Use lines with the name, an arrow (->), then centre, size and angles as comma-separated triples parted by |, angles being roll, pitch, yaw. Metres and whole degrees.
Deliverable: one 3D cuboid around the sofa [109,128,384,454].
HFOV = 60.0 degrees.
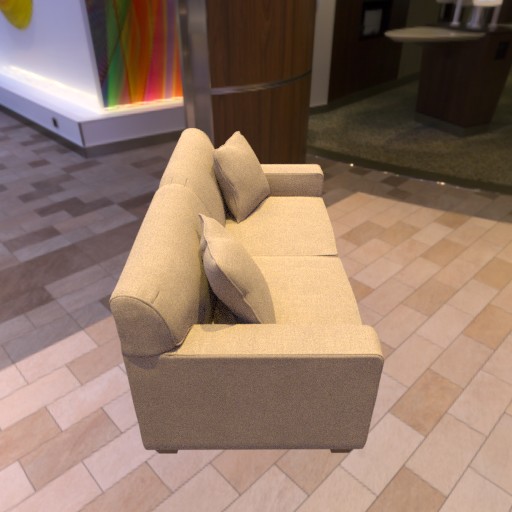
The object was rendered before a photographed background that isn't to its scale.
sofa -> 0.000, 0.000, 2.441 | 0.998, 0.958, 1.846 | 0, 33, 0
